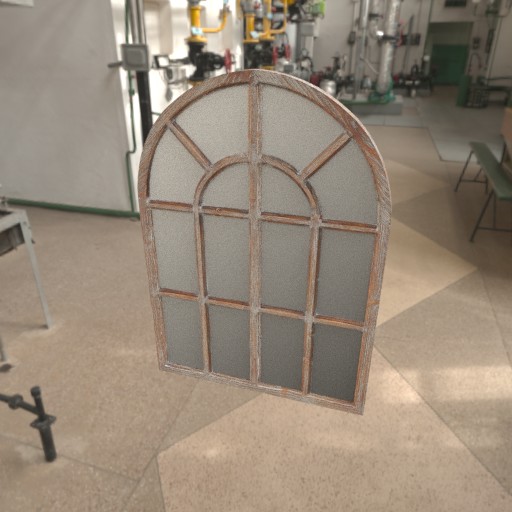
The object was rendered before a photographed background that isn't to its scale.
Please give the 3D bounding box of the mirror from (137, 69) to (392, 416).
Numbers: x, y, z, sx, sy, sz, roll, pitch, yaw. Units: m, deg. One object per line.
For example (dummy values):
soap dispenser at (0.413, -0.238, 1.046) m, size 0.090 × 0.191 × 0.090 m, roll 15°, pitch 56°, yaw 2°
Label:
mirror at (0.000, 0.000, 1.183) m, size 0.660 × 0.920 × 0.032 m, roll 8°, pitch 27°, yaw 16°
